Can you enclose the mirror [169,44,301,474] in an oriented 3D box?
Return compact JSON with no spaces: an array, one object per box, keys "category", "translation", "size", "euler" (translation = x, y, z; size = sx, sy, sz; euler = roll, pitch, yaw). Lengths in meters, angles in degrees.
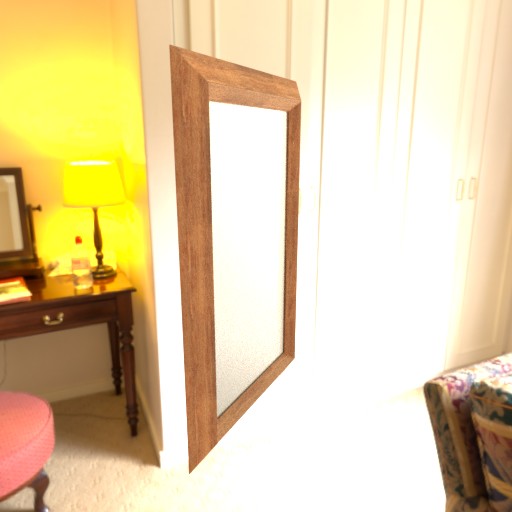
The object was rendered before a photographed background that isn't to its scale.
[{"category":"mirror","translation":[0.000,0.000,1.272],"size":[0.047,1.010,0.651],"euler":[8,16,27]}]
